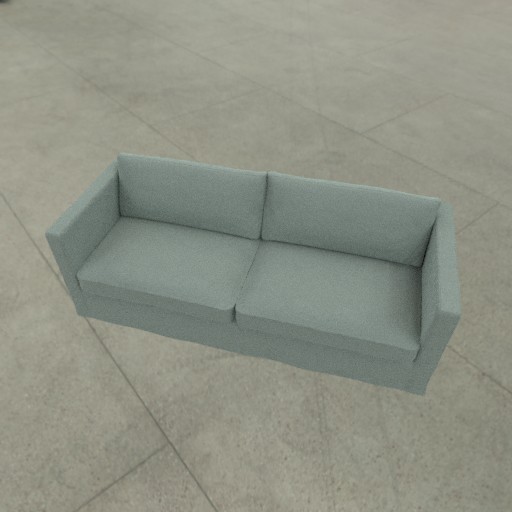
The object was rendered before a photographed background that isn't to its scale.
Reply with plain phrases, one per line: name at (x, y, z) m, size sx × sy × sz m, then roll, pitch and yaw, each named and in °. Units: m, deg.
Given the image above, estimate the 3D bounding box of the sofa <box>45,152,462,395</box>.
sofa at (0.000, 0.000, 2.826) m, size 2.312 × 0.853 × 0.962 m, roll 11°, pitch 44°, yaw 11°
